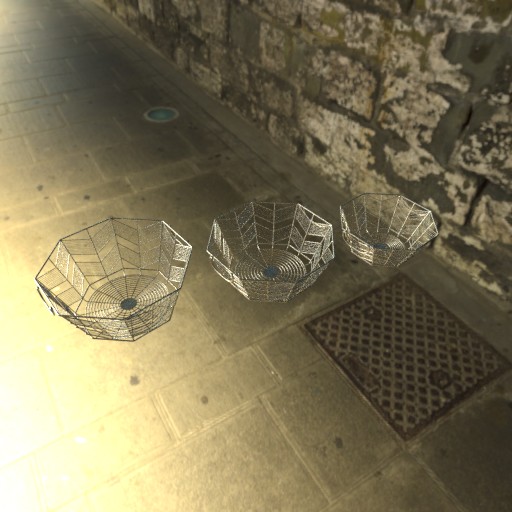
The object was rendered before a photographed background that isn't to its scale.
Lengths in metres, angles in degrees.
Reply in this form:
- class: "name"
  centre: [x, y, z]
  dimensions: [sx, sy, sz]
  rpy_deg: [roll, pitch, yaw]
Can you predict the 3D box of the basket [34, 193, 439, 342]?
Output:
- class: "basket"
  centre: [0.000, 0.000, 1.385]
  dimensions: [1.246, 0.178, 0.432]
  rpy_deg: [-12, 44, -13]
